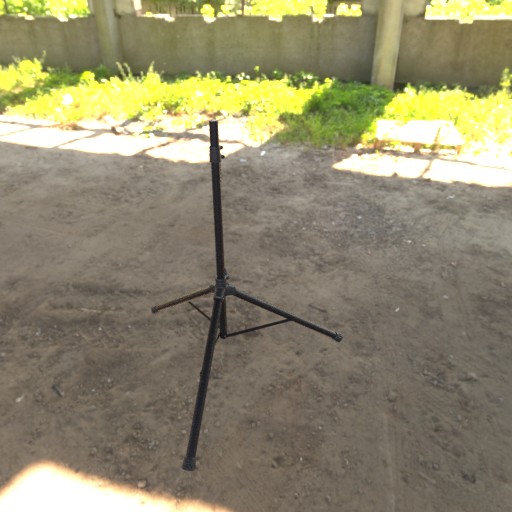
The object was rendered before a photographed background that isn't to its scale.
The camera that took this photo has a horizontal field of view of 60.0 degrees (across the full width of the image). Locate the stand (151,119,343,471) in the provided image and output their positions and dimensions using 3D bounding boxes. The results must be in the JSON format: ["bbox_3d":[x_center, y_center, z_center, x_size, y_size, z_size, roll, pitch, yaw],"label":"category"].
[{"bbox_3d":[0.000,0.000,1.855,0.907,1.136,1.045,-8,31,-14],"label":"stand"}]
